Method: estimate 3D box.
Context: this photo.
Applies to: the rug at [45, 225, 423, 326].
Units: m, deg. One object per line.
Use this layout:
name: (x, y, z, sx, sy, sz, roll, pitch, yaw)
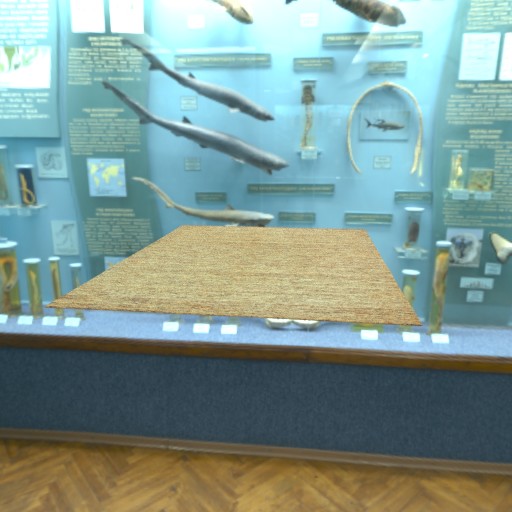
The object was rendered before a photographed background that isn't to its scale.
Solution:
rug: (0.000, 0.000, 4.351, 2.438, 0.012, 3.200, 2, 14, 7)
